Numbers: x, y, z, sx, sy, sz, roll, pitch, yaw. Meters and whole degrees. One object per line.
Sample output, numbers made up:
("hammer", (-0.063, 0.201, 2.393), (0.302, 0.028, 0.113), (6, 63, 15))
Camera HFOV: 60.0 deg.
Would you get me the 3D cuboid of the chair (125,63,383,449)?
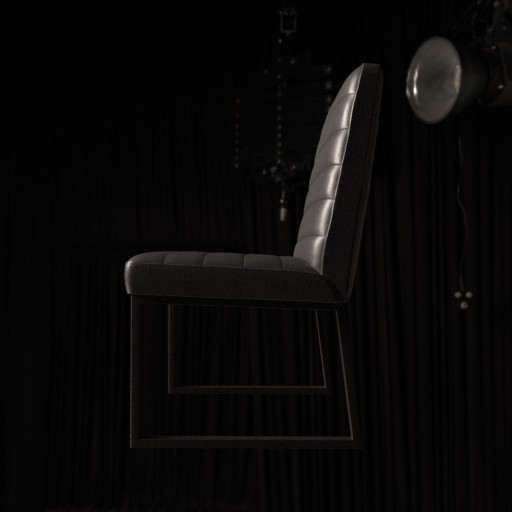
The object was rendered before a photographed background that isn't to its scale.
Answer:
("chair", (0.000, 0.000, 1.300), (0.634, 0.930, 0.520), (0, -1, 1))
